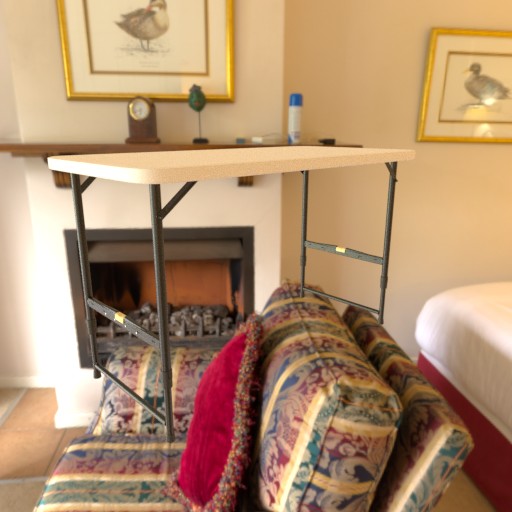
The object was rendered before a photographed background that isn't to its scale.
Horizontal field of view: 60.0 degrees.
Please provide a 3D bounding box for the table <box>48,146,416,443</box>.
[{"bbox_3d":[0.000,0.000,1.622,1.219,0.737,0.610,-15,22,-42],"label":"table"}]
